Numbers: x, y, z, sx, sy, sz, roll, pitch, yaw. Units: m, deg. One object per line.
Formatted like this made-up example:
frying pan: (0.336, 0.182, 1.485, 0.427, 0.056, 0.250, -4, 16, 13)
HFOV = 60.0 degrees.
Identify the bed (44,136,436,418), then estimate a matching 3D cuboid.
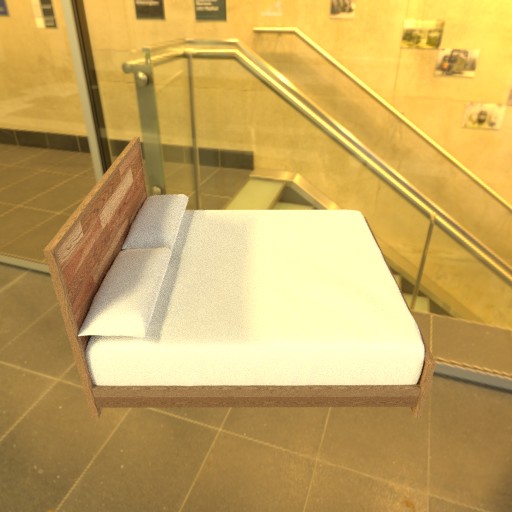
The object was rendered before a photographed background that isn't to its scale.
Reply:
bed: (0.000, 0.000, 3.467, 2.184, 1.295, 2.013, 0, 31, 0)
